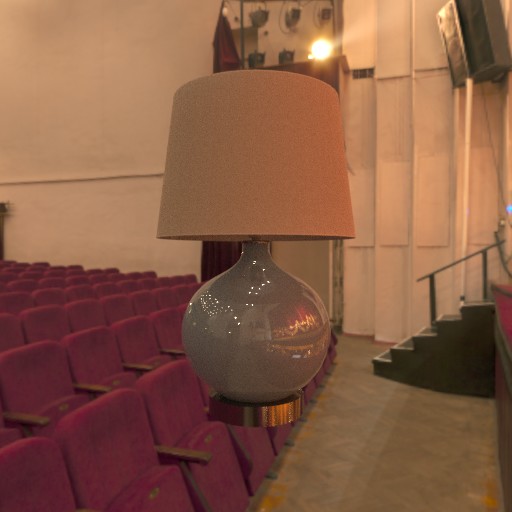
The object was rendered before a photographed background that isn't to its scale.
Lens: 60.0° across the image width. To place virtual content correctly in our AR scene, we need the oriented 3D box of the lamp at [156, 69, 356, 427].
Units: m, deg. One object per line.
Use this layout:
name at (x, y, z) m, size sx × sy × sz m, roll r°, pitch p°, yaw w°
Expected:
lamp at (0.000, 0.000, 0.561) m, size 0.247 × 0.387 × 0.247 m, roll 0°, pitch 0°, yaw 0°
